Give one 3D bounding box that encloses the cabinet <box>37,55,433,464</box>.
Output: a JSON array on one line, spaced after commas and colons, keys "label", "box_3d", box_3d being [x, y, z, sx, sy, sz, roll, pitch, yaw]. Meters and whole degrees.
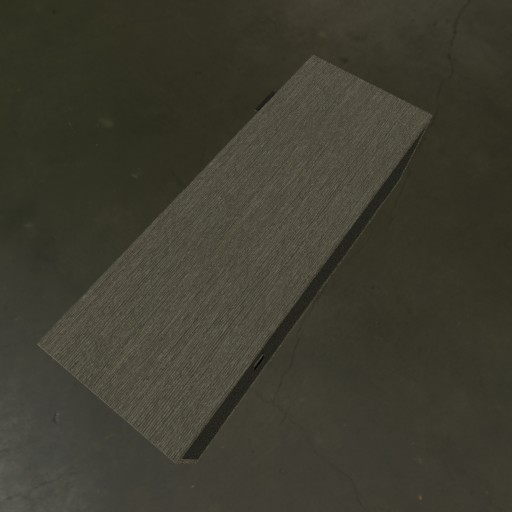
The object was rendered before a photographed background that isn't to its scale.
[{"label": "cabinet", "box_3d": [0.000, 0.000, 1.582, 0.500, 0.599, 1.300, 34, 69, 15]}]
